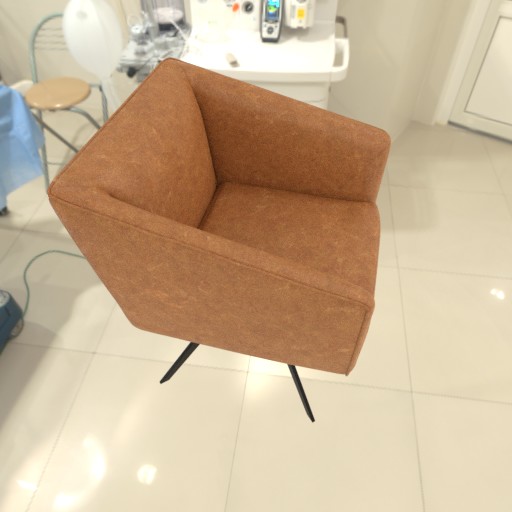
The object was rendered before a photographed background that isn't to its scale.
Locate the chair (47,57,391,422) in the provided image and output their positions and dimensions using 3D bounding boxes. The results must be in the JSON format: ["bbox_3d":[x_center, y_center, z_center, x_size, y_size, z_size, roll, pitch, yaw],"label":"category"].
[{"bbox_3d":[0.000,0.000,1.183,0.625,0.760,0.588,11,49,10],"label":"chair"}]
